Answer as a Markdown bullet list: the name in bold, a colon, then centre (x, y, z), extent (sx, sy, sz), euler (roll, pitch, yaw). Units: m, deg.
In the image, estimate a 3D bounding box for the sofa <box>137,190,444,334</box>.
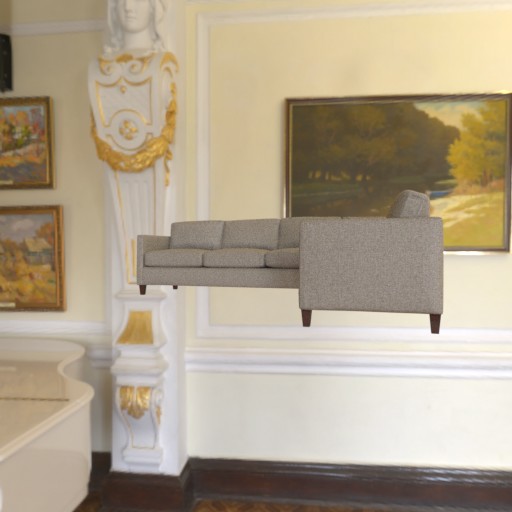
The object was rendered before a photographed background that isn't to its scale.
- **sofa**: centre (0.000, 0.000, 4.454), extent (3.302, 0.947, 2.593), euler (0, 1, 18)
